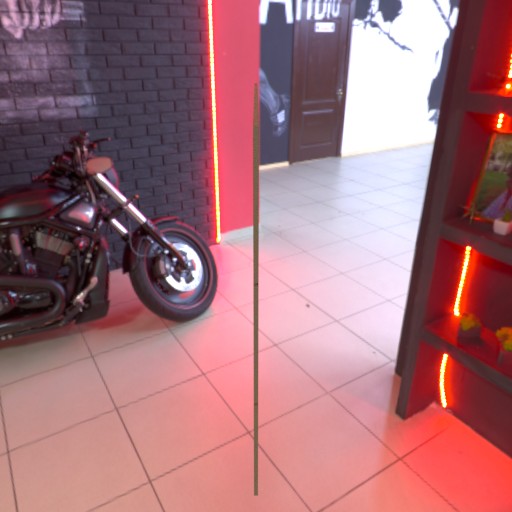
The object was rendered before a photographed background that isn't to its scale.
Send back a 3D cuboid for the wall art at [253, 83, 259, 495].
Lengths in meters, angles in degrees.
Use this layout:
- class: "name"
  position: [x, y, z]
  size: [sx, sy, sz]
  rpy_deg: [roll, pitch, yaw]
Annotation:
- class: "wall art"
  position: [0.000, 0.000, 2.239]
  size: [0.017, 1.521, 1.527]
  rpy_deg: [0, 25, 0]
